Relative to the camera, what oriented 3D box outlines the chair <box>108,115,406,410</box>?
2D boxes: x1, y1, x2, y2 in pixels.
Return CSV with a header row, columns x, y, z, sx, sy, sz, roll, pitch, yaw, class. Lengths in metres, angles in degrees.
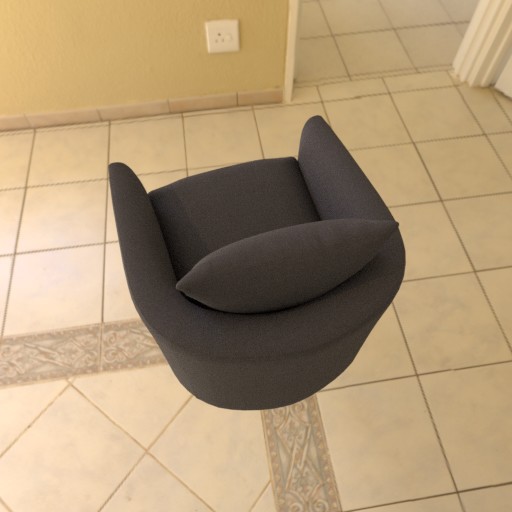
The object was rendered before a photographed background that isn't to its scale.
x,y,z,sx,sy,sz,roll,pitch,yaw,class
0.000,0.000,1.553,0.845,0.848,0.910,-16,60,-9,chair
